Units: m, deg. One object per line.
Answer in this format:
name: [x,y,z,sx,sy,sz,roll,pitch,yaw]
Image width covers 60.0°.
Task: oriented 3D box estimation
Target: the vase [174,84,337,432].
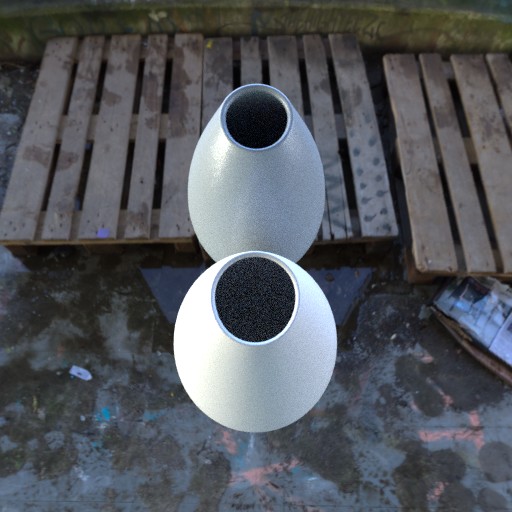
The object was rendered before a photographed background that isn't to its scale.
vase: [0.000,0.000,0.257,0.089,0.131,0.187,0,63,0]
